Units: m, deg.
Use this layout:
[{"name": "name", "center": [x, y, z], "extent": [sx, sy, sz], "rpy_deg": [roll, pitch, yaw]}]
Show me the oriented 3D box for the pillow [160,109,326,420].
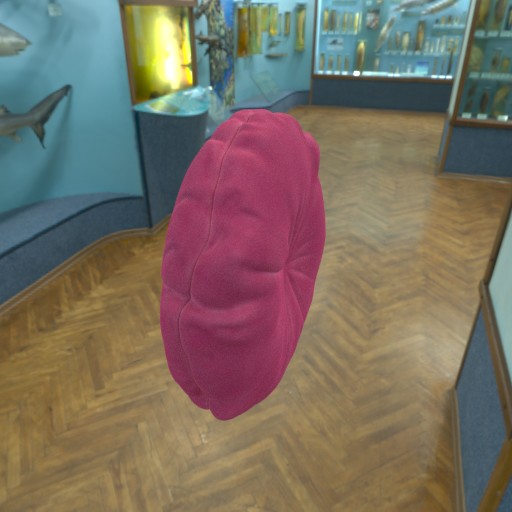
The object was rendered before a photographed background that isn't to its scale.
[{"name": "pillow", "center": [0.000, 0.000, 0.648], "extent": [0.148, 0.407, 0.428], "rpy_deg": [10, 30, 18]}]
